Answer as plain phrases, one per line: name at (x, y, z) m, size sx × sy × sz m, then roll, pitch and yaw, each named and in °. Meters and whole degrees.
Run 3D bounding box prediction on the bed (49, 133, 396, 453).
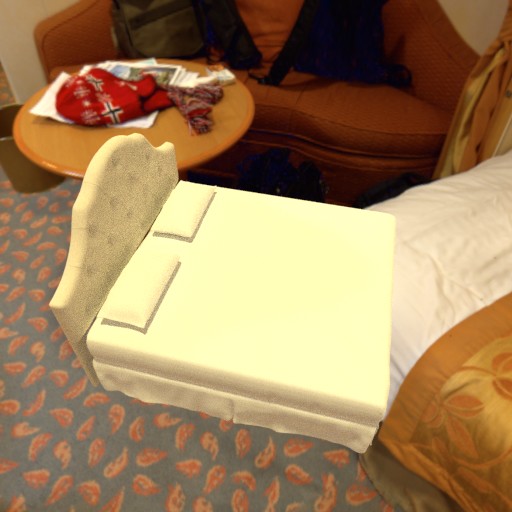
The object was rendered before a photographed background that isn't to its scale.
bed at (0.000, 0.000, 3.450) m, size 2.214 × 1.615 × 2.008 m, roll 10°, pitch 47°, yaw 10°
